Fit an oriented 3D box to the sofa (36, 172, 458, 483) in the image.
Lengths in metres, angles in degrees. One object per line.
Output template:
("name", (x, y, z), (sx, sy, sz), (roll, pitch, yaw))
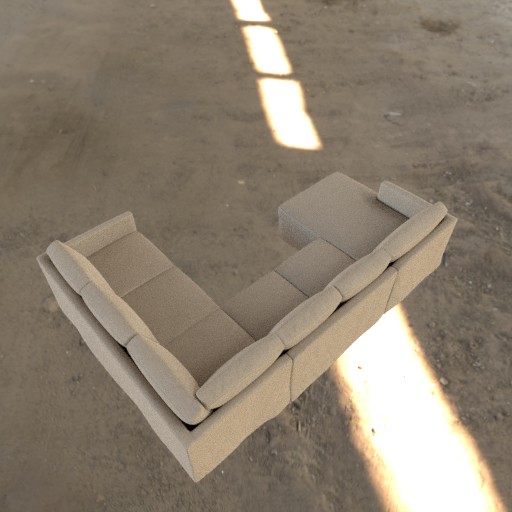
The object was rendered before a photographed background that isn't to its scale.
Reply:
("sofa", (0.000, 0.000, 4.565), (3.528, 0.878, 2.476), (-33, 55, -28))
